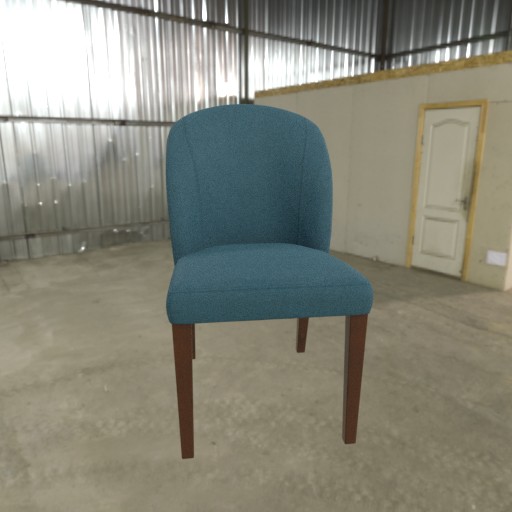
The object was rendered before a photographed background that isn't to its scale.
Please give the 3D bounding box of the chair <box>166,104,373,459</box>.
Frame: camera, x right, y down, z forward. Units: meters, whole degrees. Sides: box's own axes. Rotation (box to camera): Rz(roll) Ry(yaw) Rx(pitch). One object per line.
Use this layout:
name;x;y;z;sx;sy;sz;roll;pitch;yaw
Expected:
chair;0.000;0.000;1.285;0.507;0.879;0.620;-2;15;-7
